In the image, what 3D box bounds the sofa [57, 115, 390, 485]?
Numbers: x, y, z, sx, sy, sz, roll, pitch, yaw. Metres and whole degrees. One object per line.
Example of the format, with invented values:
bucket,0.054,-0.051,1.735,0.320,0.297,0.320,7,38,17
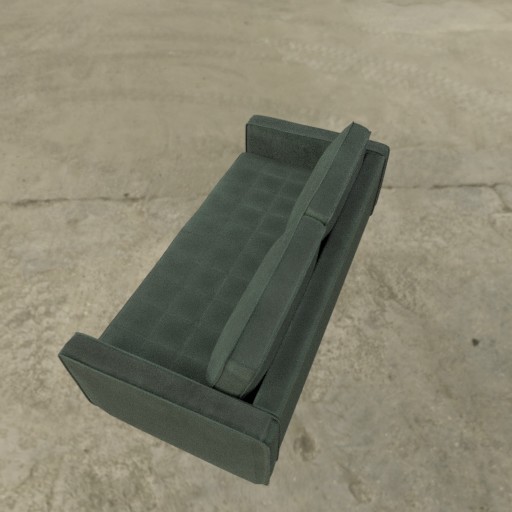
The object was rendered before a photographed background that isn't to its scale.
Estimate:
sofa,0.000,0.000,2.204,0.886,0.781,1.816,18,51,15
